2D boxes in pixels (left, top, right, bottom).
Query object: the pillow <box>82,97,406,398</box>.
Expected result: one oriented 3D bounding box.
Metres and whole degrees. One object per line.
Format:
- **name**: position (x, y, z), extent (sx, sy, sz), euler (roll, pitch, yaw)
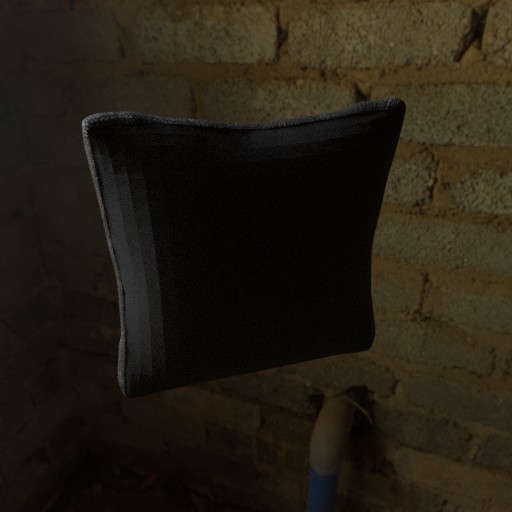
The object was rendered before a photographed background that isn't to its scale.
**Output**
- **pillow**: position (0.000, 0.000, 0.794), extent (0.533, 0.523, 0.210), euler (-8, 28, -16)
